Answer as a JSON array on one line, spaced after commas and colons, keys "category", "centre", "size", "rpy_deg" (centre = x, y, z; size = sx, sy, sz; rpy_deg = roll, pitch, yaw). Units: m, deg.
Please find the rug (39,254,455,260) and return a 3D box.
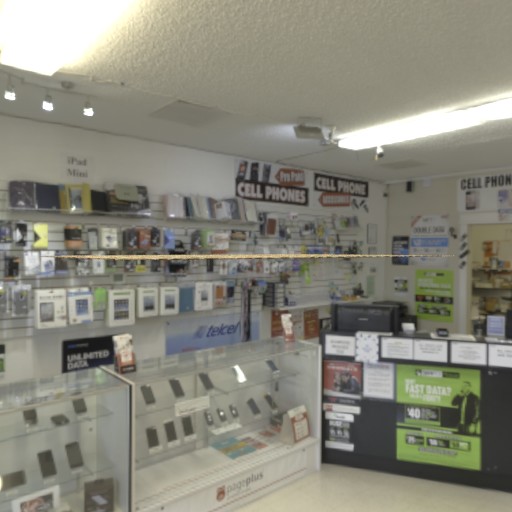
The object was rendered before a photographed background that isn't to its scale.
[{"category": "rug", "centre": [0.000, 0.000, 3.023], "size": [2.438, 0.008, 1.524], "rpy_deg": [0, 1, -38]}]
